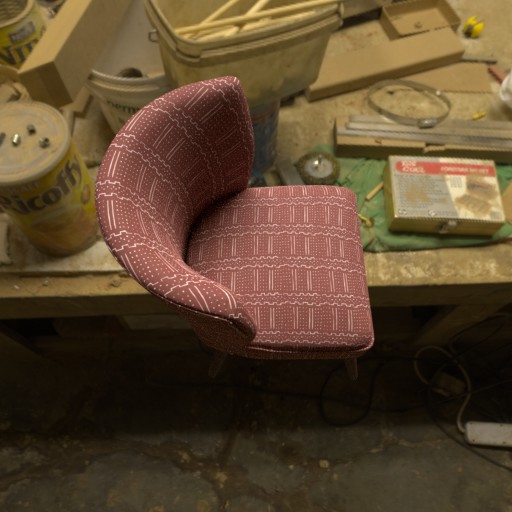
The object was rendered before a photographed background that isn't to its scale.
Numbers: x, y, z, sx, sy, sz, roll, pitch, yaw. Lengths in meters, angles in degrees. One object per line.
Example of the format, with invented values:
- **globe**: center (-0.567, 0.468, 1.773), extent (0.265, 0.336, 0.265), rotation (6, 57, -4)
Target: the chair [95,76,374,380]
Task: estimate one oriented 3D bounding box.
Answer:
- **chair**: center (0.000, 0.000, 1.421), extent (0.758, 0.866, 0.706), rotation (-1, 63, 0)
